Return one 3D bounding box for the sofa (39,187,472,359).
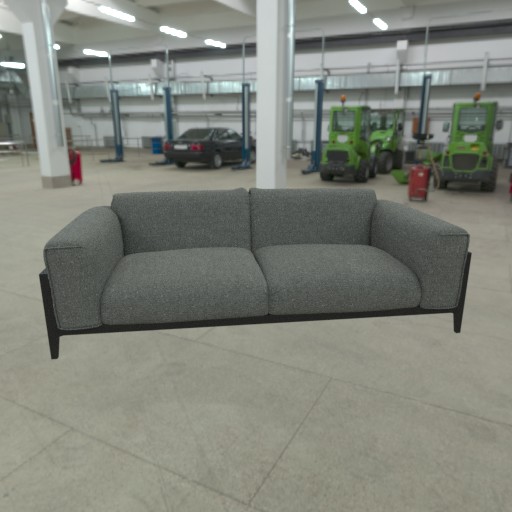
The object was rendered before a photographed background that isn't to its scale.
[{"bbox_3d":[0.000,0.000,2.617,2.125,0.703,0.985,-2,17,-7],"label":"sofa"}]
